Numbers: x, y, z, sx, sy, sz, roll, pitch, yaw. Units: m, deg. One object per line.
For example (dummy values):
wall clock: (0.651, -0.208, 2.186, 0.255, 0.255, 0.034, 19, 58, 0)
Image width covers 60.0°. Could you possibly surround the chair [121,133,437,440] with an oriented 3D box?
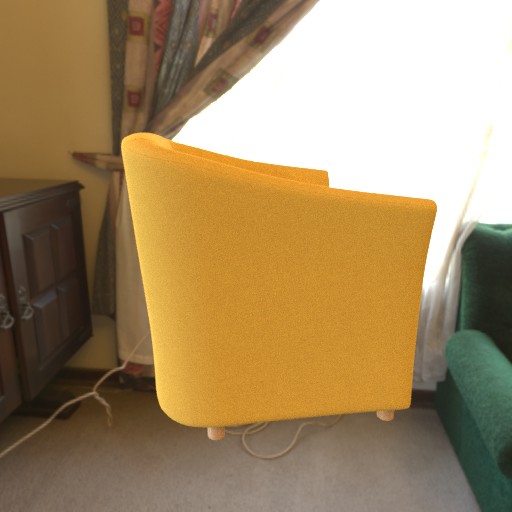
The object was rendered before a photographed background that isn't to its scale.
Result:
chair: (0.000, 0.000, 1.344, 0.700, 0.720, 0.790, -3, 16, -9)
